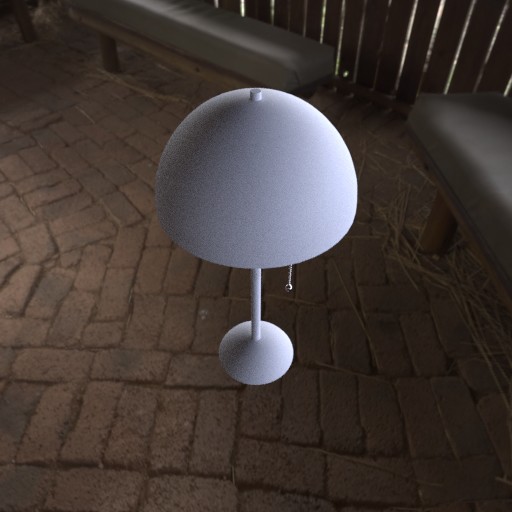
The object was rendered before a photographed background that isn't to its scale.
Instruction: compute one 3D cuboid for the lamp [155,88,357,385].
[{"bbox_3d":[0.000,0.000,0.433,0.171,0.330,0.171,0,44,0],"label":"lamp"}]
